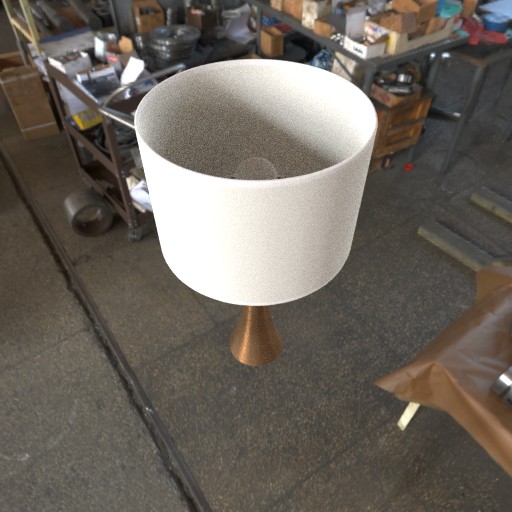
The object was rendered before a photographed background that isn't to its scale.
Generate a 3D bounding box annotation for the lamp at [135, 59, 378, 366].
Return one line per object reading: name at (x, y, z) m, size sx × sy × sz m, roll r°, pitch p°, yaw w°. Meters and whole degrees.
lamp at (0.000, 0.000, 0.670) m, size 0.268 × 0.479 × 0.268 m, roll 16°, pitch 49°, yaw 15°
